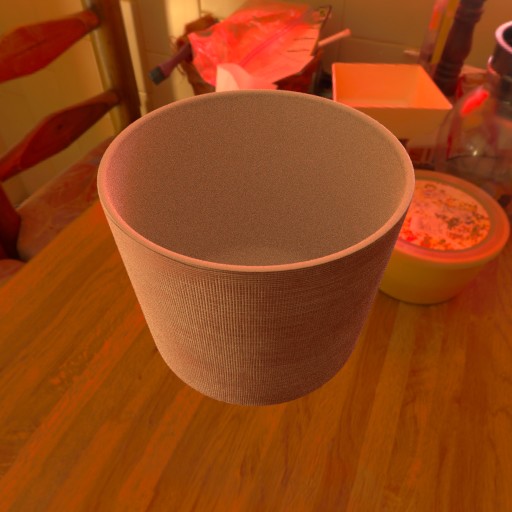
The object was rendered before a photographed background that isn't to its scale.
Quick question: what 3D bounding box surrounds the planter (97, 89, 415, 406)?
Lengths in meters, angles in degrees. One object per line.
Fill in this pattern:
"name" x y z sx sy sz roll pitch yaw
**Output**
"planter" 0.000 0.000 0.773 0.440 0.398 0.440 0 45 0
